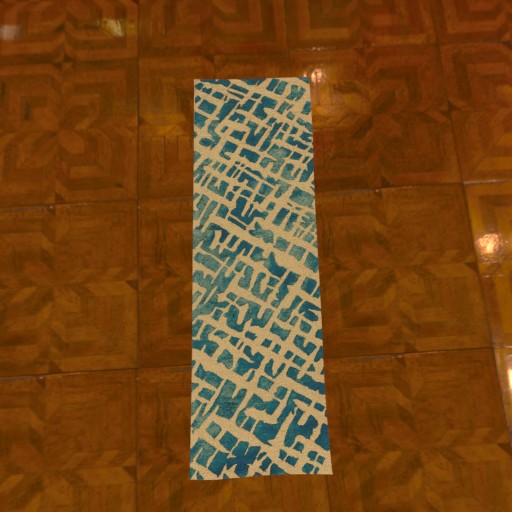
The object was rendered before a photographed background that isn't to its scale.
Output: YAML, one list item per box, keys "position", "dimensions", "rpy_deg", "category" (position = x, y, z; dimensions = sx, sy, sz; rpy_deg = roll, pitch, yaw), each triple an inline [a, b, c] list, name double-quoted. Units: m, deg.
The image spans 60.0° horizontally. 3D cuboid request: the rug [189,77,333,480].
- position: [0.000, 0.000, 2.662]
  dimensions: [0.768, 0.011, 2.446]
  rpy_deg: [-1, 76, 0]
  category: "rug"
